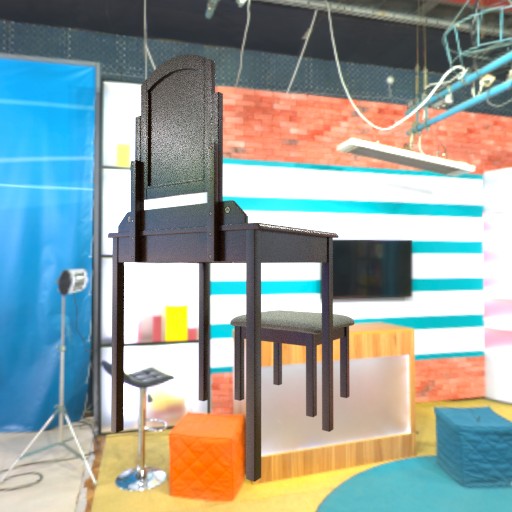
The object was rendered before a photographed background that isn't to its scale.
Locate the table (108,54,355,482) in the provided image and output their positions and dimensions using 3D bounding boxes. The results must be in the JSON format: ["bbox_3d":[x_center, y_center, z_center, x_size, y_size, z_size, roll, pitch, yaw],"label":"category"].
[{"bbox_3d":[0.000,0.000,2.292,0.876,1.631,1.211,-1,-2,36],"label":"table"}]
